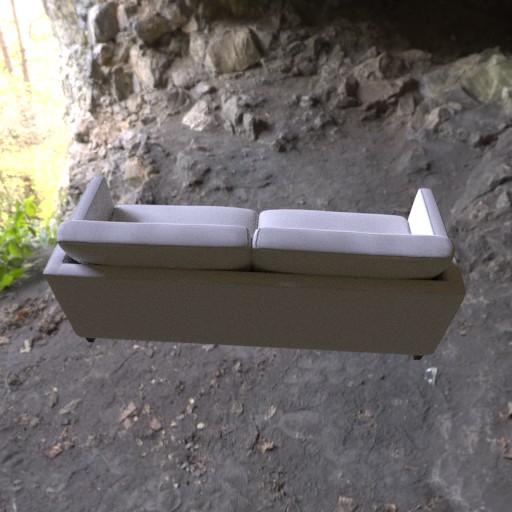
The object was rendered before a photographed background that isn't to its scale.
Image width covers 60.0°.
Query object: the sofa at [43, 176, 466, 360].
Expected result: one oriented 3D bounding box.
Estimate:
[{"bbox_3d":[0.000,0.000,2.938,2.361,0.962,0.951,3,47,2],"label":"sofa"}]
